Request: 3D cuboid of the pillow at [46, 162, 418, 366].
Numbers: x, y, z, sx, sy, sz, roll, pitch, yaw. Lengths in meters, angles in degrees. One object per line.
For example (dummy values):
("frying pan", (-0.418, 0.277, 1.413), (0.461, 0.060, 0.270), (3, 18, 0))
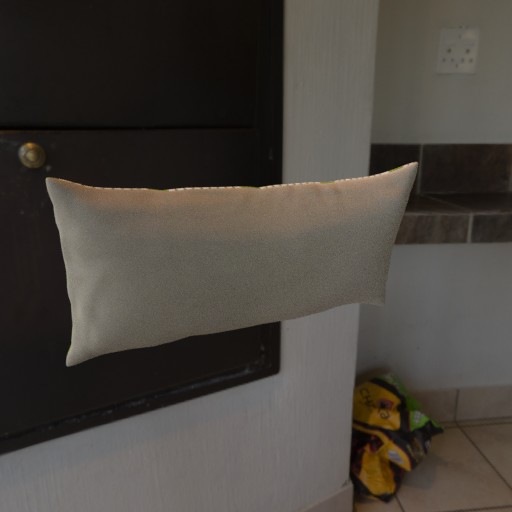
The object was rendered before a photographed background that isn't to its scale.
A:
("pillow", (0.000, 0.000, 0.733), (0.608, 0.292, 0.156), (-7, 17, -24))
